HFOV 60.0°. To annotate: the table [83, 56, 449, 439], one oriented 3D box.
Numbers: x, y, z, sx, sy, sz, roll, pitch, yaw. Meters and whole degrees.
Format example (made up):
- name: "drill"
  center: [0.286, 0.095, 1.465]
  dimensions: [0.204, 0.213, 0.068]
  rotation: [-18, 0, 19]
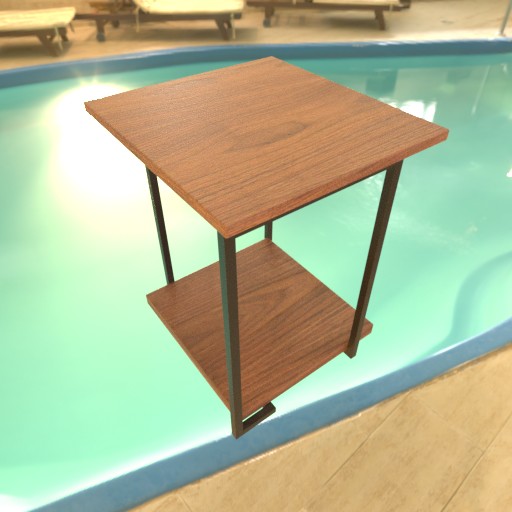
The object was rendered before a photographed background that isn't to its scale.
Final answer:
- name: "table"
  center: [0.000, 0.000, 0.856]
  dimensions: [0.384, 0.567, 0.411]
  rotation: [-26, 47, -27]
